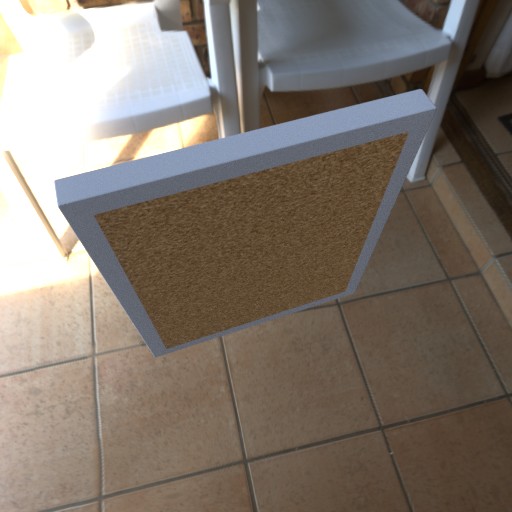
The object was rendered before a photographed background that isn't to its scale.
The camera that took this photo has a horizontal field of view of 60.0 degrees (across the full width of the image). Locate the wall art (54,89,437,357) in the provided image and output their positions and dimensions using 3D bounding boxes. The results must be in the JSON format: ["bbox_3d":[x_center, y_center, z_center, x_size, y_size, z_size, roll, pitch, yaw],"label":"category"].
[{"bbox_3d":[0.000,0.000,0.536,0.331,0.381,0.028,-17,61,-9],"label":"wall art"}]
